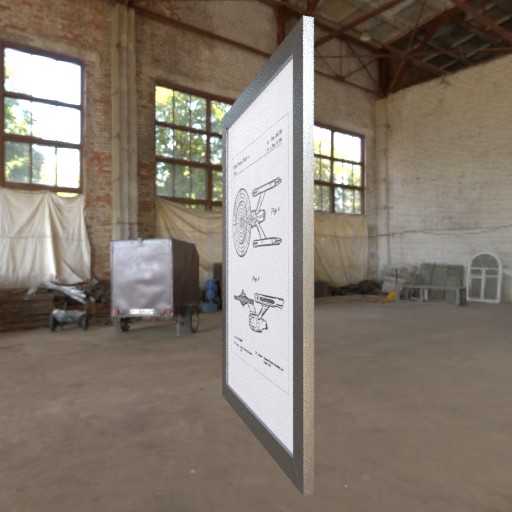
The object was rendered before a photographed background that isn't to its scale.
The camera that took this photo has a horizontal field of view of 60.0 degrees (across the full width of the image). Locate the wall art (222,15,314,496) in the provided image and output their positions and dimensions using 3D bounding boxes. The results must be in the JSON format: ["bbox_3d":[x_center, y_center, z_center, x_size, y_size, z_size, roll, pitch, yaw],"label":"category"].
[{"bbox_3d":[0.000,0.000,0.668,0.013,0.529,0.376,0,0,-18],"label":"wall art"}]
